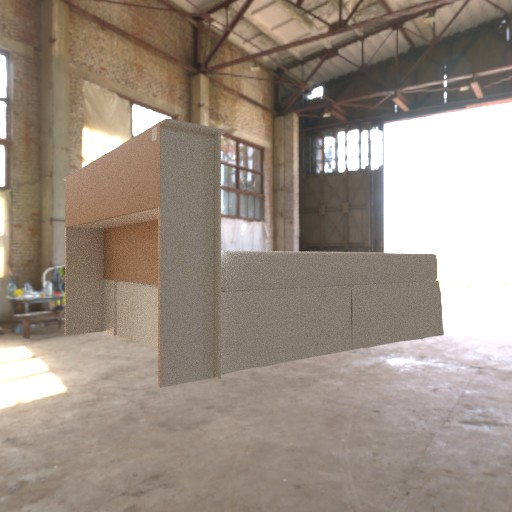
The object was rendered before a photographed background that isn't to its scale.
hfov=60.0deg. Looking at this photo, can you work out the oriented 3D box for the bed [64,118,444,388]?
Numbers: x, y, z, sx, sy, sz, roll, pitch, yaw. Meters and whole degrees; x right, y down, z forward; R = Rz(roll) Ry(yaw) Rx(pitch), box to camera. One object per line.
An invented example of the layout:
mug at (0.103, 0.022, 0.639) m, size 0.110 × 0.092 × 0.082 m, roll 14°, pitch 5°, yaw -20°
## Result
bed at (0.000, 0.000, 3.076) m, size 2.133 × 1.092 × 1.671 m, roll 0°, pitch 0°, yaw -37°
